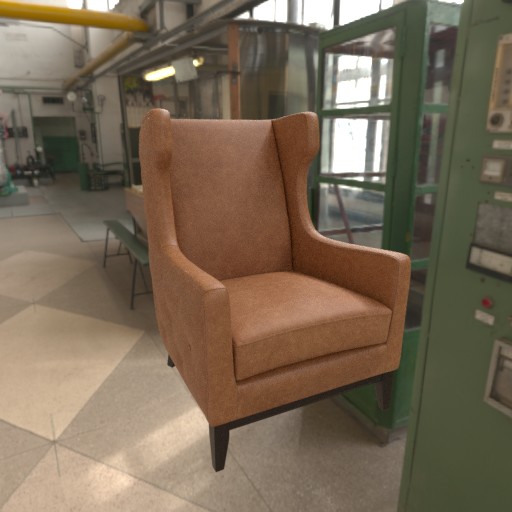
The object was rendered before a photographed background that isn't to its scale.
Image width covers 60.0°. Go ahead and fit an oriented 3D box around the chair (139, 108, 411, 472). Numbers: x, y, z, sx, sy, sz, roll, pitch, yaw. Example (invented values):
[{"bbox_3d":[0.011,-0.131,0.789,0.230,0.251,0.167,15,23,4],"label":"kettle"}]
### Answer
[{"bbox_3d":[0.000,0.000,1.710,0.766,1.079,0.899,-8,18,-26],"label":"chair"}]
